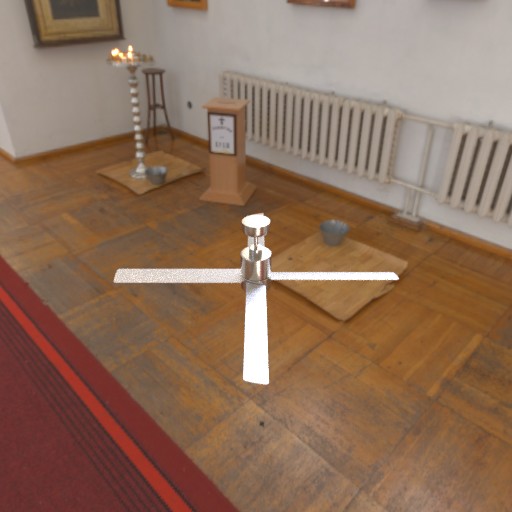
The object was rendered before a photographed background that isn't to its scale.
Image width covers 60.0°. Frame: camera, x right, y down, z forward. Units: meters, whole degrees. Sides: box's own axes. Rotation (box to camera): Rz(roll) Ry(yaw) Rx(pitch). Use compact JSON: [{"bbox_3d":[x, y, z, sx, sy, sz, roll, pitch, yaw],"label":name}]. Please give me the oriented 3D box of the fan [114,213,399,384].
[{"bbox_3d":[0.000,0.000,2.022,1.322,0.355,1.322,0,31,0],"label":"fan"}]
